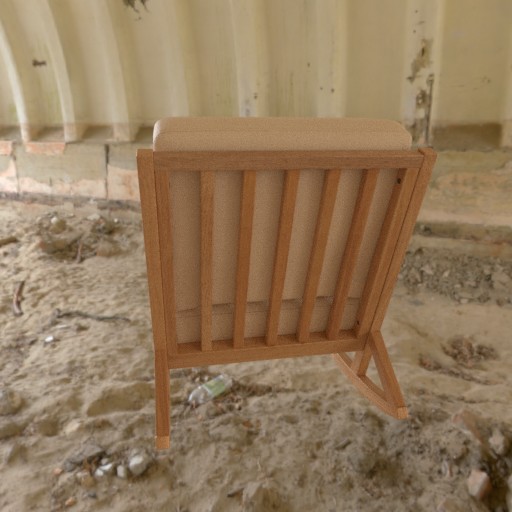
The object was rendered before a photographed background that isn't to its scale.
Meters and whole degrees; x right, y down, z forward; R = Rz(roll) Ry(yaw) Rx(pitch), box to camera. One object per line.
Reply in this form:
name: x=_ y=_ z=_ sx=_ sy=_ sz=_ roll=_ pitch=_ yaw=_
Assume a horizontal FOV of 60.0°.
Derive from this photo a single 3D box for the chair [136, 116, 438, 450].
chair: x=0.000 y=0.000 z=1.369 sx=0.622 sy=0.790 sz=0.857 roll=-3 pitch=15 yaw=-11
